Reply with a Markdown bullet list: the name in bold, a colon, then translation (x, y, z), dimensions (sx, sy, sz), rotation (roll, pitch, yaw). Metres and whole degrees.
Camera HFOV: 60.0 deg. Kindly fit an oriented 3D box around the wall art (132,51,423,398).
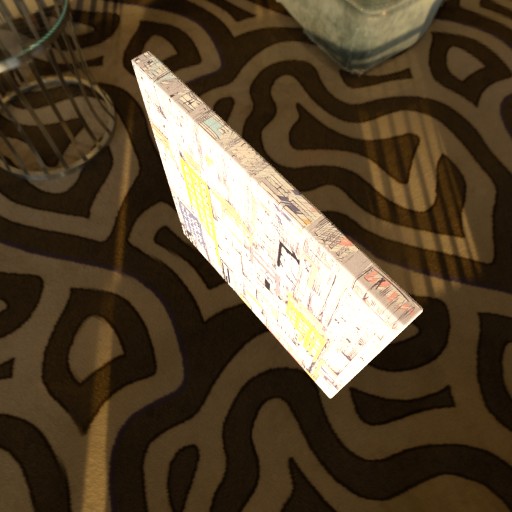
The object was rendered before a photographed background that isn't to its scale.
- **wall art**: translation (0.000, 0.000, 0.920), dimensions (0.038, 0.608, 0.607), rotation (-37, 70, -16)
